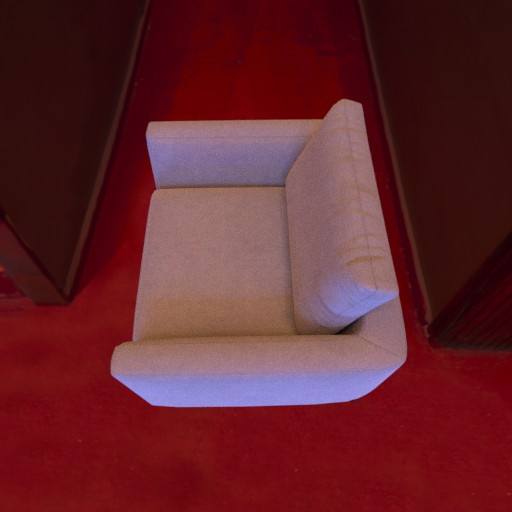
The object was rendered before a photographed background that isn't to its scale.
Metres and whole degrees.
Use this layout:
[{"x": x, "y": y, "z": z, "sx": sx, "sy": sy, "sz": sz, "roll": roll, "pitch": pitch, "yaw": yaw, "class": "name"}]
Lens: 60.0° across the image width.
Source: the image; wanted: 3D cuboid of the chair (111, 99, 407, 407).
[{"x": 0.000, "y": 0.000, "z": 1.679, "sx": 0.889, "sy": 0.864, "sz": 1.041, "roll": -1, "pitch": 59, "yaw": -1, "class": "chair"}]
